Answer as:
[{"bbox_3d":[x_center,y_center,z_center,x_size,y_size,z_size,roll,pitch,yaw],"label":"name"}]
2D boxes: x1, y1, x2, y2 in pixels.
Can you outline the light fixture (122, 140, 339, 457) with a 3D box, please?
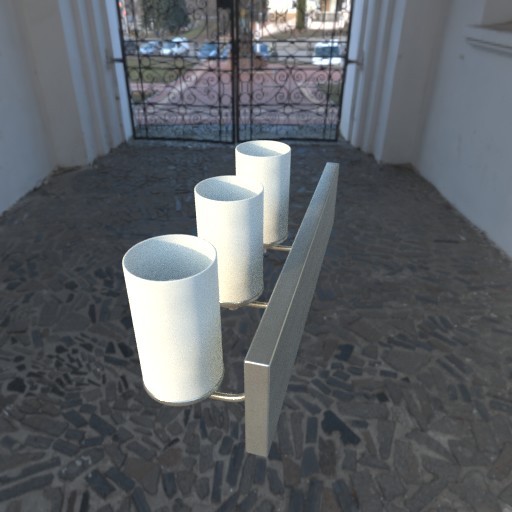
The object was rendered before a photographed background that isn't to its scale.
[{"bbox_3d":[0.000,0.000,0.544,0.145,0.172,0.451,8,32,13],"label":"light fixture"}]
